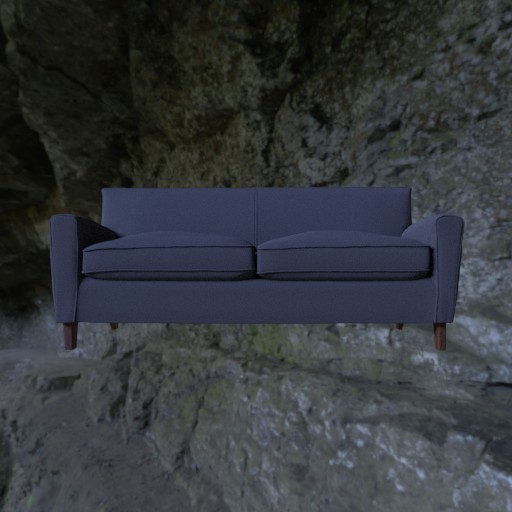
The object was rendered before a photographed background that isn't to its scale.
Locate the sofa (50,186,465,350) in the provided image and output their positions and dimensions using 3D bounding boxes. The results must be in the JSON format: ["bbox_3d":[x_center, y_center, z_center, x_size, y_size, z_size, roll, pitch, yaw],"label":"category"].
[{"bbox_3d":[0.000,0.000,2.473,2.002,0.907,0.843,0,-1,0],"label":"sofa"}]
